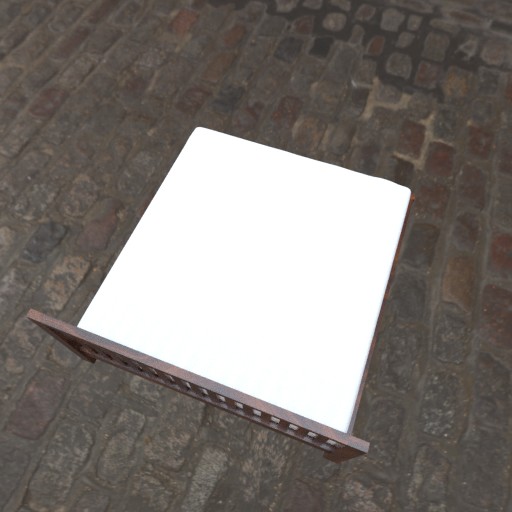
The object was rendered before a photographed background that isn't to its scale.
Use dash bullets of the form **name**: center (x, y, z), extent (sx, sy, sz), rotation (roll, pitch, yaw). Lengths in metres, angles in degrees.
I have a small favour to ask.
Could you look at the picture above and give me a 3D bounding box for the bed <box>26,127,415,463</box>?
- **bed**: center (0.000, 0.000, 3.087), extent (1.905, 0.890, 2.030), rotation (19, 64, 10)
